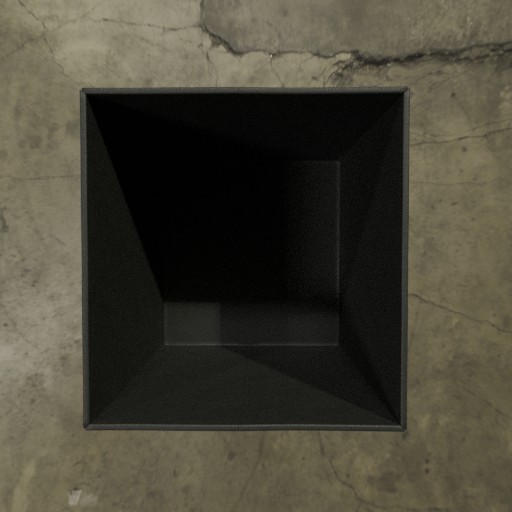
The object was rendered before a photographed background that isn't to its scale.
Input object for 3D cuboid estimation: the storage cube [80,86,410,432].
[{"bbox_3d":[0.000,0.000,0.479,0.270,0.280,0.270,0,92,1],"label":"storage cube"}]
